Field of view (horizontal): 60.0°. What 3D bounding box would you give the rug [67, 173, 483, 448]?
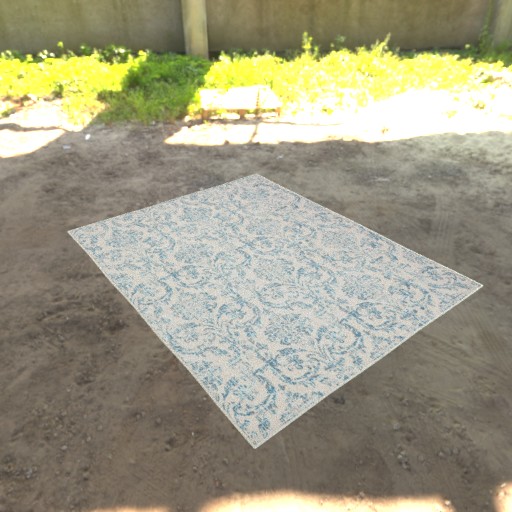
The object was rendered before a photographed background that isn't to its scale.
[{"bbox_3d":[0.000,0.000,3.971,2.363,0.012,2.980,-23,39,-31],"label":"rug"}]
